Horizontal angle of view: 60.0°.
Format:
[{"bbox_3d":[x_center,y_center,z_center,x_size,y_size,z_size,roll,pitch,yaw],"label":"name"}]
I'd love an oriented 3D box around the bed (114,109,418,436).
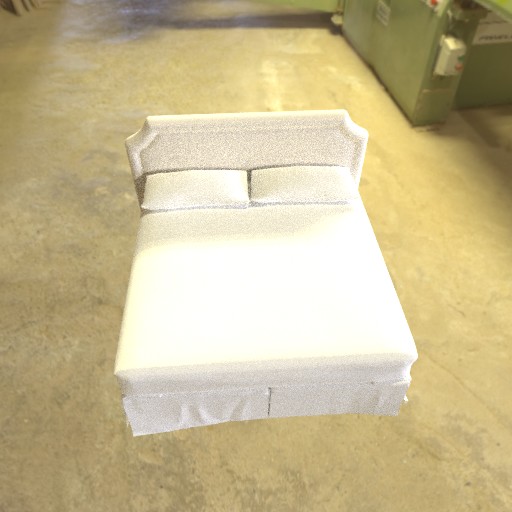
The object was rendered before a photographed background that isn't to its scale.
[{"bbox_3d":[0.000,0.000,3.493,2.160,1.301,2.204,-3,46,-3],"label":"bed"}]
